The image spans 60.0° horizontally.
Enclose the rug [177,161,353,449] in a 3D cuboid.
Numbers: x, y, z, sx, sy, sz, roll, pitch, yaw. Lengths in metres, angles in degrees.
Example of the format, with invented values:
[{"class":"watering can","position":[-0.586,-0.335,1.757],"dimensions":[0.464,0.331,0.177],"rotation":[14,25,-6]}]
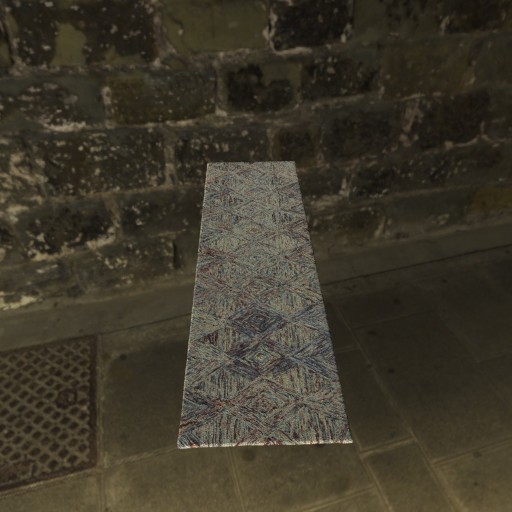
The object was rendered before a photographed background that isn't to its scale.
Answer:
[{"class":"rug","position":[0.000,0.000,2.600],"dimensions":[0.688,0.015,2.292],"rotation":[-1,40,-1]}]
